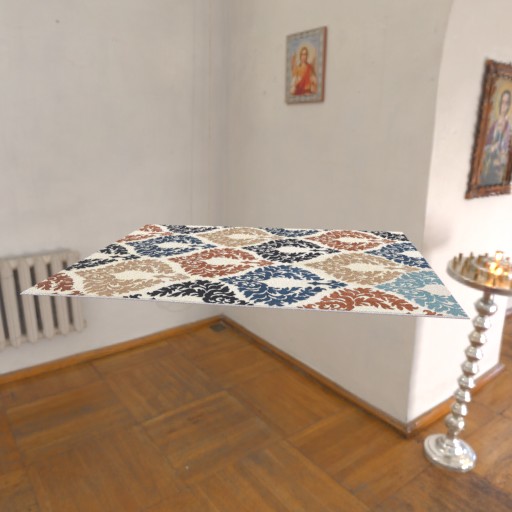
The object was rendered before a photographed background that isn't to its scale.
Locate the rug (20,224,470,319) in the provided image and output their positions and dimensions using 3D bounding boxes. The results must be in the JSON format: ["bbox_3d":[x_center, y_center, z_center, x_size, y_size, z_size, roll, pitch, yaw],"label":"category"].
[{"bbox_3d":[0.000,0.000,4.086,3.040,0.014,2.423,2,16,8],"label":"rug"}]
